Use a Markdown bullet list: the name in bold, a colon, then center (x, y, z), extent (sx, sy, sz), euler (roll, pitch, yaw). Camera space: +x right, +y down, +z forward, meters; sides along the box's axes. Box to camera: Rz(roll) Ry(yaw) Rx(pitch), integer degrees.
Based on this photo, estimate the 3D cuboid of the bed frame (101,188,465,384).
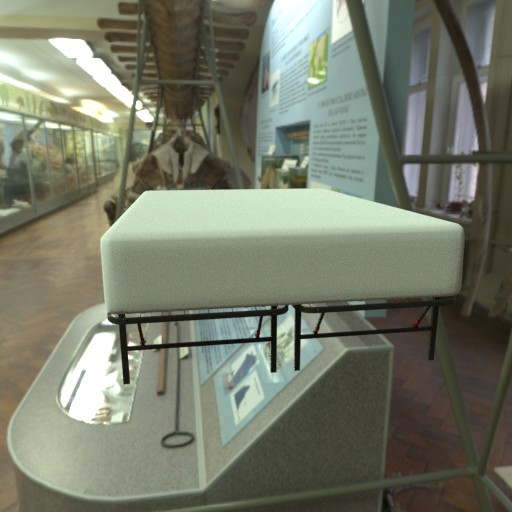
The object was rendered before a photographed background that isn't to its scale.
- **bed frame**: center (0.000, 0.000, 2.797), extent (1.528, 0.677, 2.037), euler (-2, 13, -9)
